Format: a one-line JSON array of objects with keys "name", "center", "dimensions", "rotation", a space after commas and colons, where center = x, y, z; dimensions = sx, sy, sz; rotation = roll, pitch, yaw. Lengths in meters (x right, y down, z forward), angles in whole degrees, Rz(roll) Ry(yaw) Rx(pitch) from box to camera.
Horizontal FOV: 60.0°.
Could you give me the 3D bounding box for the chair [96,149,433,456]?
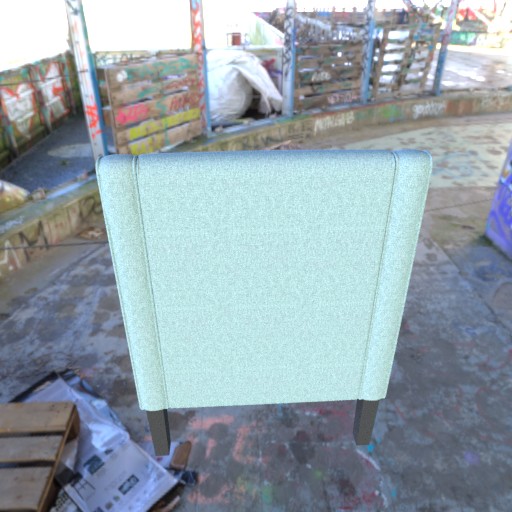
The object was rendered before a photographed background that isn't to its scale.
[{"name": "chair", "center": [0.000, 0.000, 1.809], "dimensions": [0.857, 1.133, 1.025], "rotation": [-2, 30, -3]}]
